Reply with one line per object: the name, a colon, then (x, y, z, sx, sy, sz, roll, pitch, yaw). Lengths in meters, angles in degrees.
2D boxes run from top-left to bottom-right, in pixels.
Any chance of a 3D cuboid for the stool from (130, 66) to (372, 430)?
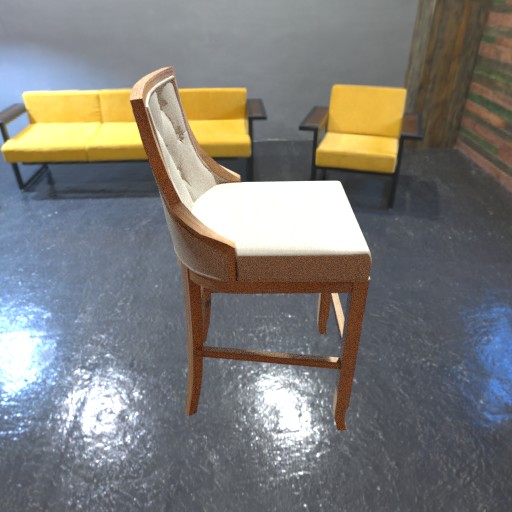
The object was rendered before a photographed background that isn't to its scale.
stool: (0.000, 0.000, 1.464, 0.626, 1.101, 0.524, 0, 32, 0)
